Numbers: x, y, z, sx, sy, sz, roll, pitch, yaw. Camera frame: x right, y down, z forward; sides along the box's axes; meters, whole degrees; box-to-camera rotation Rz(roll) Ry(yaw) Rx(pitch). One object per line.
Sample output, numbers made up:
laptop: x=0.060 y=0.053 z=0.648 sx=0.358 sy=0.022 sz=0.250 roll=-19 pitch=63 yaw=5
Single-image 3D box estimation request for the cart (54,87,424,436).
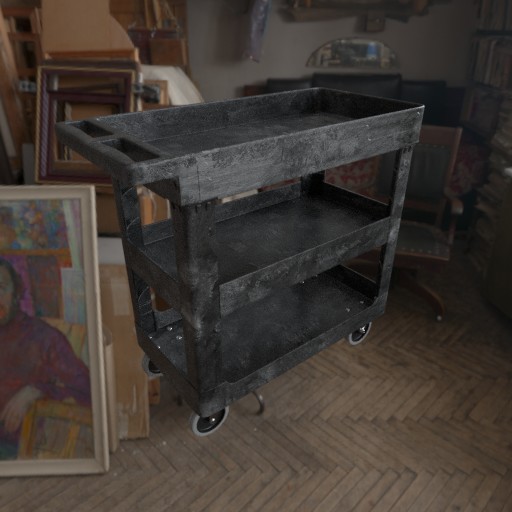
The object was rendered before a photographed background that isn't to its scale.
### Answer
cart: x=0.000 y=0.000 z=1.318 sx=0.877 sy=0.824 sz=0.420 roll=-21 pitch=35 yaw=-33
